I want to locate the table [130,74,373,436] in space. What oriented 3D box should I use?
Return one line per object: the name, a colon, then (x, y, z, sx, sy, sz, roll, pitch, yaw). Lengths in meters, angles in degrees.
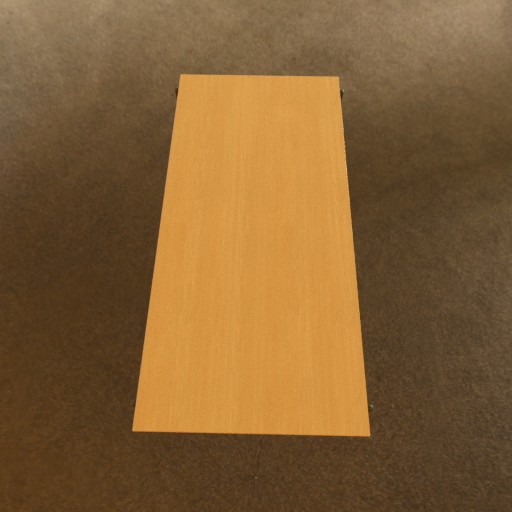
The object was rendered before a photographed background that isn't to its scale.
table: (0.000, 0.000, 2.329, 0.900, 0.758, 1.800, 1, 63, 1)
